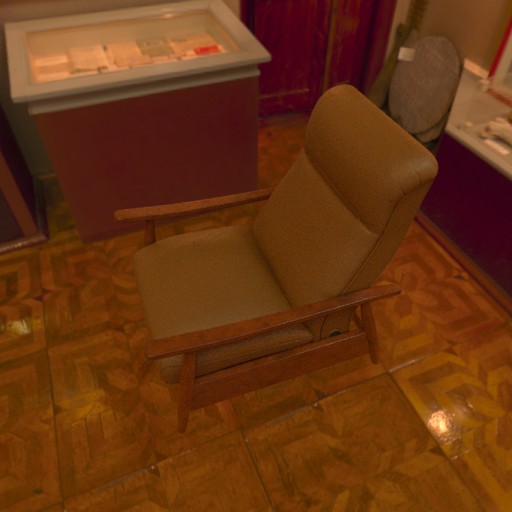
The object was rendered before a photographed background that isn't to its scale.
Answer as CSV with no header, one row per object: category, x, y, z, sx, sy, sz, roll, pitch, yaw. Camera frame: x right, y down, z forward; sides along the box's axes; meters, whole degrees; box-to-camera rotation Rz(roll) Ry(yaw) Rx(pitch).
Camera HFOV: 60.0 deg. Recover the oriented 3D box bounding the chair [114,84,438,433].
chair,0.000,0.000,1.822,1.014,1.082,0.762,-15,47,-14
